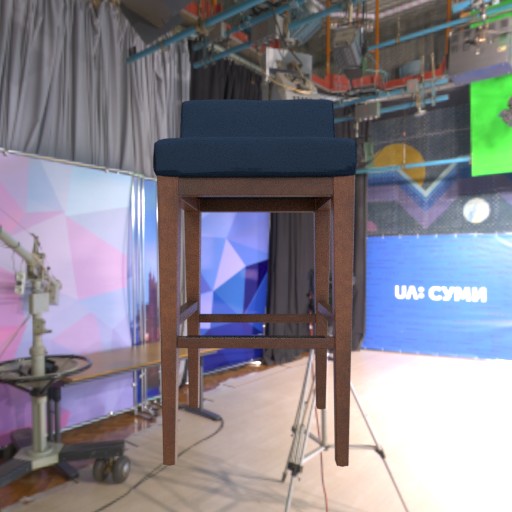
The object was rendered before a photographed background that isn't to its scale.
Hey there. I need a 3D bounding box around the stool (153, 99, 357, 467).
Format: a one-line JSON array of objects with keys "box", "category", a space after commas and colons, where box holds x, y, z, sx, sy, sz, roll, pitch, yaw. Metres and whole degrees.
[{"box": [0.000, 0.000, 1.311, 0.511, 1.037, 0.500, 0, 1, 1], "category": "stool"}]
